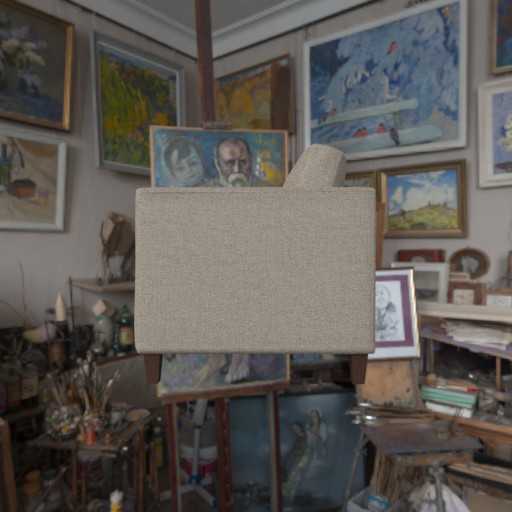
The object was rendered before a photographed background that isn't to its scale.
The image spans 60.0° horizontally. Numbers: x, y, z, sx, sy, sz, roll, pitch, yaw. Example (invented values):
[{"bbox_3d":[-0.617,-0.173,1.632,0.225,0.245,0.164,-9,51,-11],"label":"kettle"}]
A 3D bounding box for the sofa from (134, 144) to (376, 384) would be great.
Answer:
[{"bbox_3d":[0.000,0.000,2.875,0.951,0.965,2.434,0,1,0],"label":"sofa"}]
